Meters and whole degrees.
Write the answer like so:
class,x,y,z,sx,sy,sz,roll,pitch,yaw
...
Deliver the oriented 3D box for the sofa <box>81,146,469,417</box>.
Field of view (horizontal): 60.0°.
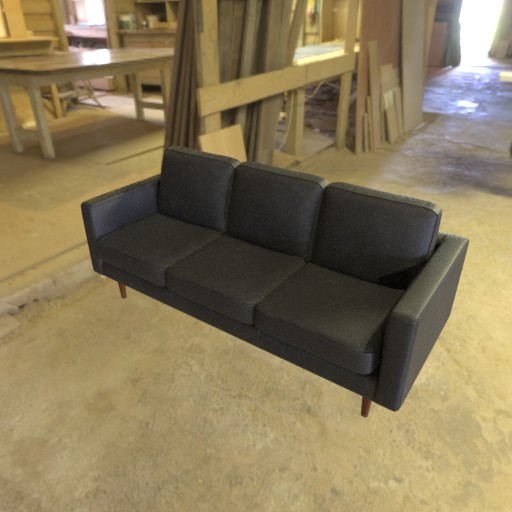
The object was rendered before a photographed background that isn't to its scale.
class,x,y,z,sx,sy,sz,roll,pitch,yaw
sofa,0.000,0.000,2.543,2.029,0.899,0.879,19,34,30
